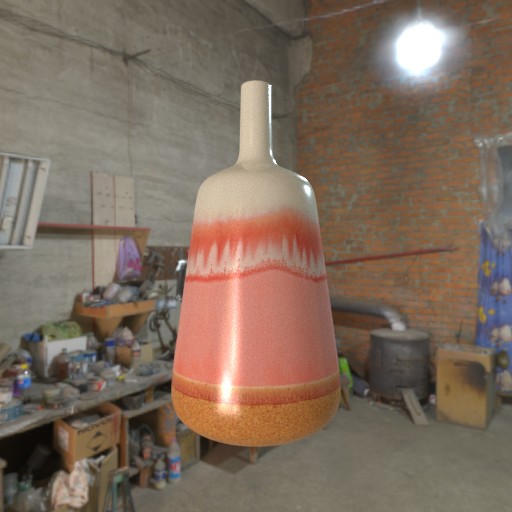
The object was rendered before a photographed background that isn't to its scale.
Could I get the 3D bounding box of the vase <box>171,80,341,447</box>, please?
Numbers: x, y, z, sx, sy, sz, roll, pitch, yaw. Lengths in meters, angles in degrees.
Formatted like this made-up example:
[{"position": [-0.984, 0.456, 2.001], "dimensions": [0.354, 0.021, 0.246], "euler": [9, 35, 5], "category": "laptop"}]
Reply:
[{"position": [0.000, 0.000, 0.387], "dimensions": [0.144, 0.296, 0.144], "euler": [0, -1, 0], "category": "vase"}]
